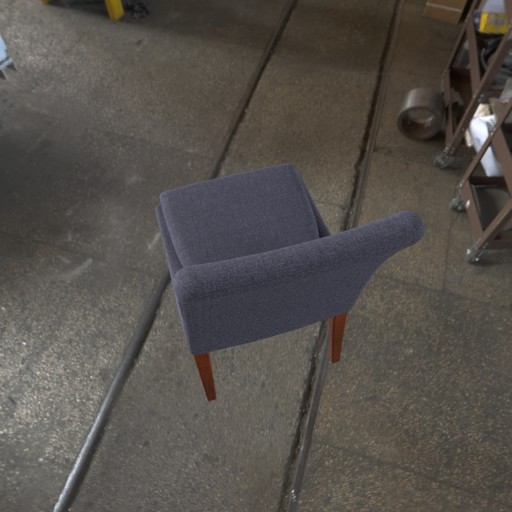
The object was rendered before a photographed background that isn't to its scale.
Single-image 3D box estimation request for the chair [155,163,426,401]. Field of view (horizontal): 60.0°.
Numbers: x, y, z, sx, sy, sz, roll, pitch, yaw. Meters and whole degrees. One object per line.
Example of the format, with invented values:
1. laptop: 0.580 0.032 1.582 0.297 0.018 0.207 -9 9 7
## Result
1. chair: 0.000 0.000 1.287 0.508 0.952 0.655 -15 60 -9
